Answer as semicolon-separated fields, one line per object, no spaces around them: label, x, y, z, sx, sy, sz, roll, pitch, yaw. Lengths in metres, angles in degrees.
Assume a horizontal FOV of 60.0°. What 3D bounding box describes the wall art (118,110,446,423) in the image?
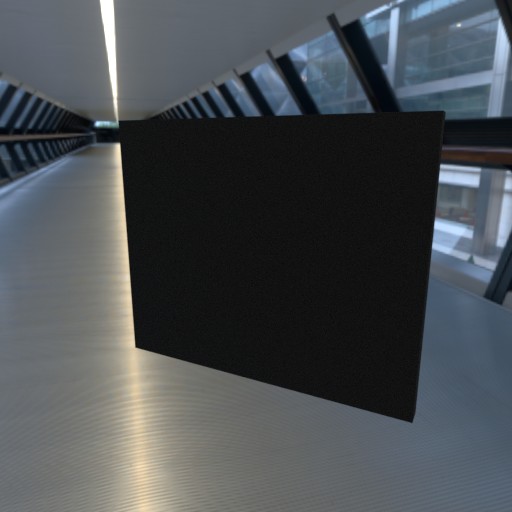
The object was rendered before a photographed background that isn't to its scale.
wall art;0.000;0.000;0.762;0.558;0.457;0.031;7;16;27
